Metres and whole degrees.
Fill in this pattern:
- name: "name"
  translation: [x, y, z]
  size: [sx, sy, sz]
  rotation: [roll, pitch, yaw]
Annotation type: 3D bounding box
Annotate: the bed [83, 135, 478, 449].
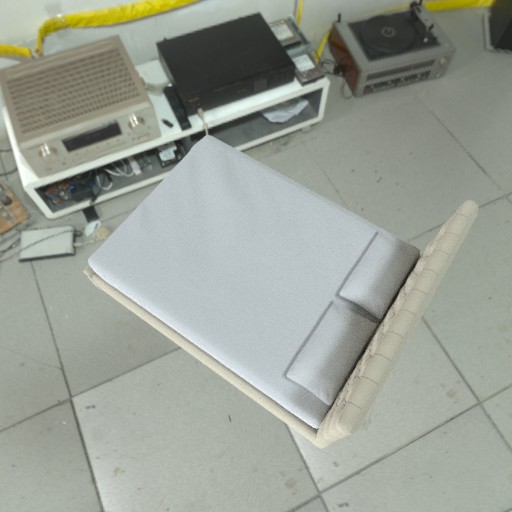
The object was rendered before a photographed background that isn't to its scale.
- name: "bed"
  translation: [0.000, 0.000, 3.464]
  size: [2.387, 1.427, 1.698]
  rotation: [32, 68, 14]
